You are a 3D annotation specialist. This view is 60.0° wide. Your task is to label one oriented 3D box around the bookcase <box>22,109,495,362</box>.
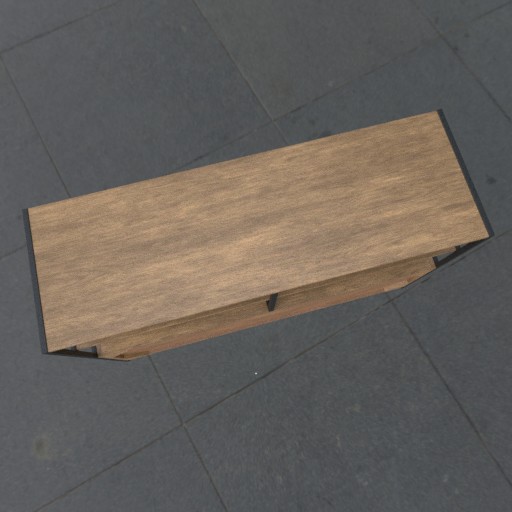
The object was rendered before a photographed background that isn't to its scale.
[{"bbox_3d":[0.000,0.000,1.474,1.149,0.712,0.391,-14,76,-4],"label":"bookcase"}]
